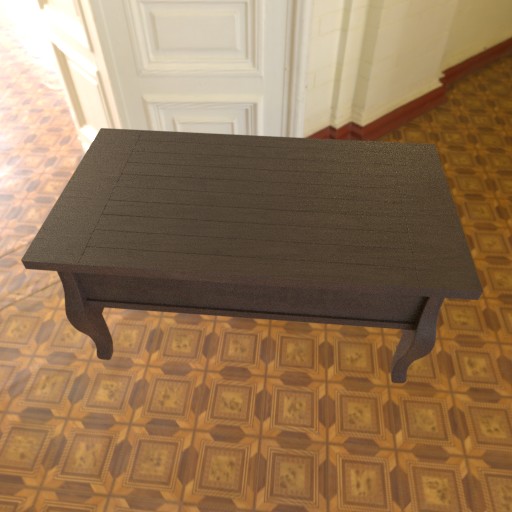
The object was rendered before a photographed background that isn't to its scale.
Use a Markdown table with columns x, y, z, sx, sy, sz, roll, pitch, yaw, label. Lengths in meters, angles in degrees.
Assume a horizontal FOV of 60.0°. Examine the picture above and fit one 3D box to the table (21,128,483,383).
| x | y | z | sx | sy | sz | roll | pitch | yaw | label |
| --- | --- | --- | --- | --- | --- | --- | --- | --- | --- |
| 0.000 | 0.000 | 1.391 | 1.062 | 0.494 | 0.600 | 4 | 47 | 3 | table |
